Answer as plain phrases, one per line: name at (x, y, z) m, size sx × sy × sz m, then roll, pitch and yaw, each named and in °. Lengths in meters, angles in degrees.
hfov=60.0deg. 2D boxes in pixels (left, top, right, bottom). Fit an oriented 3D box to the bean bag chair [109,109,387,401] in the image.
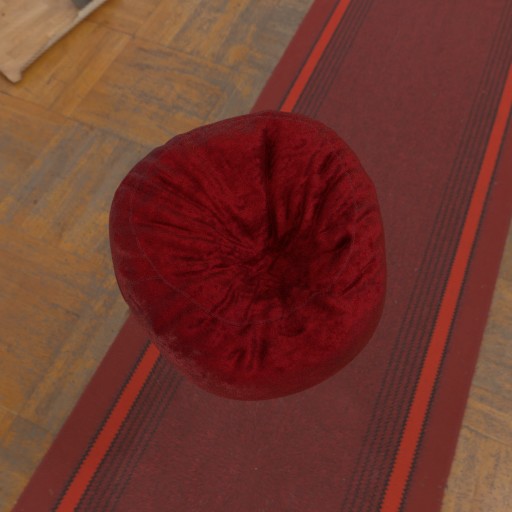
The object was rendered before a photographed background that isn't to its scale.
bean bag chair at (0.000, 0.000, 2.514) m, size 1.524 × 0.878 × 1.524 m, roll -19°, pitch 66°, yaw -9°
